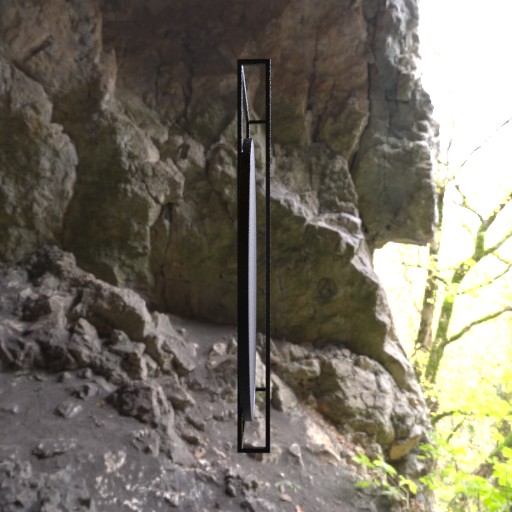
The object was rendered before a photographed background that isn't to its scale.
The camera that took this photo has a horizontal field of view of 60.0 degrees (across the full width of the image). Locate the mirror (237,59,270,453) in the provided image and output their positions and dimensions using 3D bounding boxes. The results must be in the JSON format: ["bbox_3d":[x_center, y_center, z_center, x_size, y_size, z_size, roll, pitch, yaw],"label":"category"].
[{"bbox_3d":[0.000,0.000,0.835,0.051,0.603,0.508,0,0,1],"label":"mirror"}]
